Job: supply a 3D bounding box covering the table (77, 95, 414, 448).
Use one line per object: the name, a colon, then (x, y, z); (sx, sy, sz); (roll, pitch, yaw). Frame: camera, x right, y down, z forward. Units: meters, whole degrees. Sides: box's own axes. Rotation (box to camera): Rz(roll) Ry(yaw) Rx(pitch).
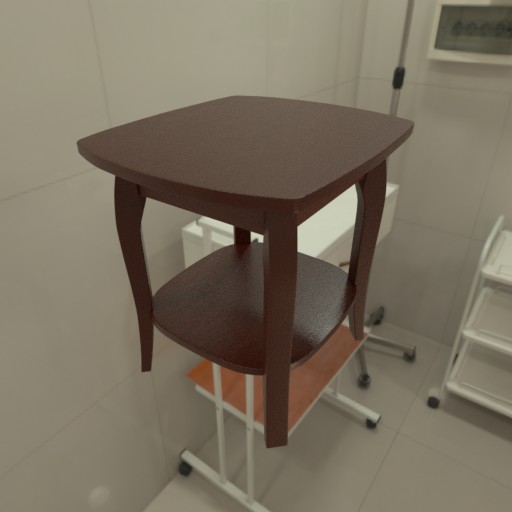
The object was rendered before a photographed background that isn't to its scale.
table: (0.000, 0.000, 0.874); (0.433, 0.496, 0.502); (20, 36, 29)
